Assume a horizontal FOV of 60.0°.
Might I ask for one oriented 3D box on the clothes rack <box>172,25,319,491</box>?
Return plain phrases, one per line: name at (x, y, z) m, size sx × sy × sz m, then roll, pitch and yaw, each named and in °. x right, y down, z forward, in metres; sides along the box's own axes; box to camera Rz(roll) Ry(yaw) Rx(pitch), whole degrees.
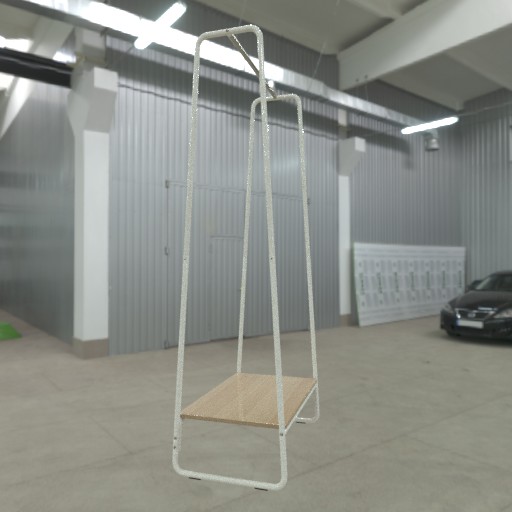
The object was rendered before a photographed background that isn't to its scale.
clothes rack at (0.000, 0.000, 1.758) m, size 0.400 × 1.500 × 0.640 m, roll 0°, pitch -1°, yaw 17°
